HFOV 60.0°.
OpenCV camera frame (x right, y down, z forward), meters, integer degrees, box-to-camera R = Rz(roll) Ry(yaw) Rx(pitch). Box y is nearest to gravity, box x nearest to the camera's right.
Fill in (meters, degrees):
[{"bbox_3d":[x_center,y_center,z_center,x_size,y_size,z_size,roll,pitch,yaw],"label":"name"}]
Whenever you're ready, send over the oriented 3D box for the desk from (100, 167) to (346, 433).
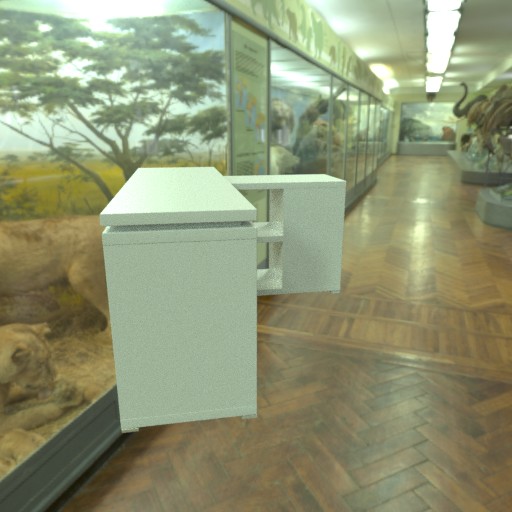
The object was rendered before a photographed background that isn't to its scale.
[{"bbox_3d":[0.000,0.000,2.217,1.200,0.753,1.524,-3,17,-10],"label":"desk"}]
